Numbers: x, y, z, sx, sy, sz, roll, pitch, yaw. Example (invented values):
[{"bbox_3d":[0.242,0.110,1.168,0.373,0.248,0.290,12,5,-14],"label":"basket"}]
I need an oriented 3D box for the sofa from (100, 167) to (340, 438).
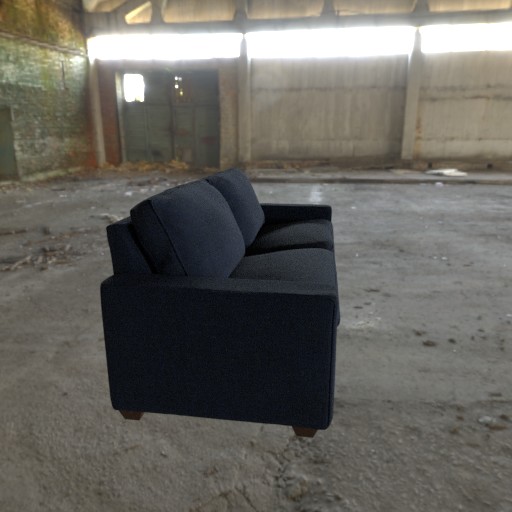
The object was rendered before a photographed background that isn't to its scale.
[{"bbox_3d":[0.000,0.000,2.621,0.940,0.919,2.080,2,16,8],"label":"sofa"}]
